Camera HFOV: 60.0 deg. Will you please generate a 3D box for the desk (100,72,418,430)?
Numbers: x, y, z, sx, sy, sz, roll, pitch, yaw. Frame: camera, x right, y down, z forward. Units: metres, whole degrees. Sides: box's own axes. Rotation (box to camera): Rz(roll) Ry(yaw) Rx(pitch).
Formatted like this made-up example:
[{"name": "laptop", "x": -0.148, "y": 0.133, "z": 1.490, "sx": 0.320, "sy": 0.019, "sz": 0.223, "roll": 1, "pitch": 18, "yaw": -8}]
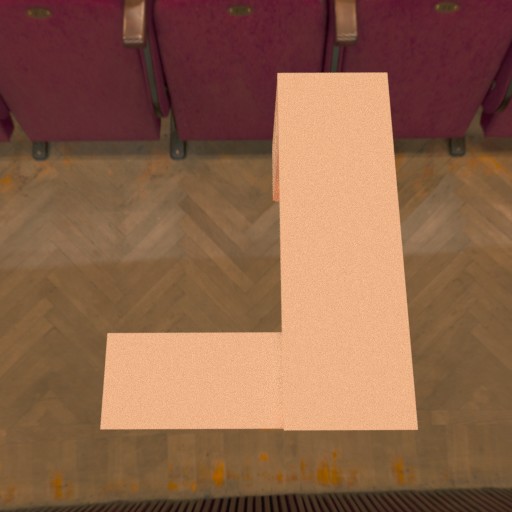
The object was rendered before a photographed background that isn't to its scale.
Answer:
[{"name": "desk", "x": 0.000, "y": 0.000, "z": 2.200, "sx": 1.199, "sy": 0.759, "sz": 1.524, "roll": 0, "pitch": 76, "yaw": 0}]
